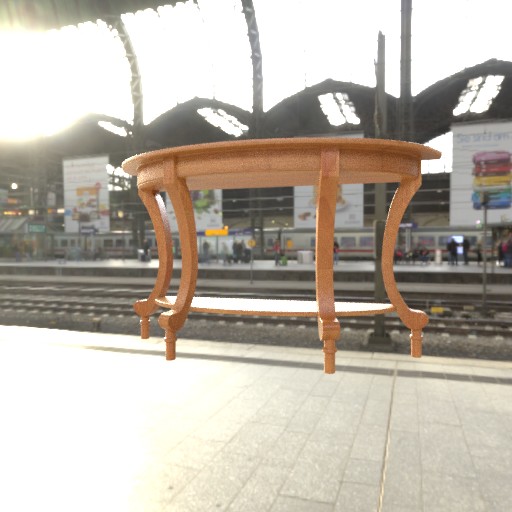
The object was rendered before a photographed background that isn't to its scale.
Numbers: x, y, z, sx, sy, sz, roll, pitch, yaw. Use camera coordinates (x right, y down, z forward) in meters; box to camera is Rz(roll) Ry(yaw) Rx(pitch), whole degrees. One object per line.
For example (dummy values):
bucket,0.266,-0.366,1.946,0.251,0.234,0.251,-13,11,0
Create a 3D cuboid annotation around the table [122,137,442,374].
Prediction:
table,0.000,0.000,1.507,1.198,0.692,0.394,0,1,17
